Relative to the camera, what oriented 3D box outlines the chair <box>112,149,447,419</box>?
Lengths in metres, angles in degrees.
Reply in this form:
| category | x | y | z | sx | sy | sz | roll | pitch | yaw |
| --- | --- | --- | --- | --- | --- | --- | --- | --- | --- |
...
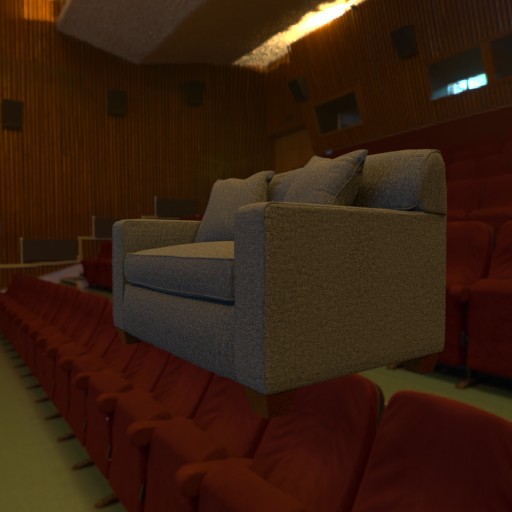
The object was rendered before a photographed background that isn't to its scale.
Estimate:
| category | x | y | z | sx | sy | sz | roll | pitch | yaw |
| --- | --- | --- | --- | --- | --- | --- | --- | --- | --- |
| chair | 0.000 | 0.000 | 2.104 | 1.000 | 0.948 | 1.383 | -1 | 2 | -36 |
